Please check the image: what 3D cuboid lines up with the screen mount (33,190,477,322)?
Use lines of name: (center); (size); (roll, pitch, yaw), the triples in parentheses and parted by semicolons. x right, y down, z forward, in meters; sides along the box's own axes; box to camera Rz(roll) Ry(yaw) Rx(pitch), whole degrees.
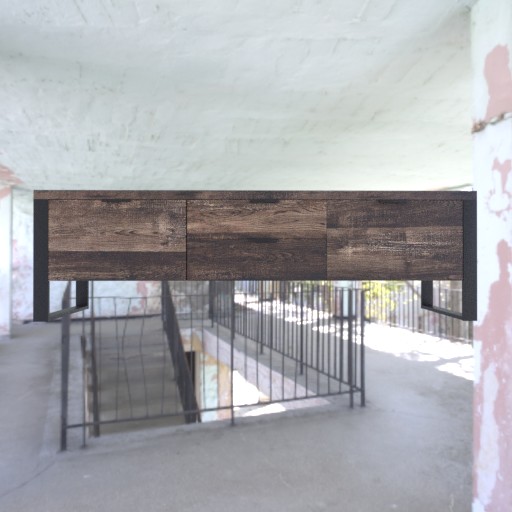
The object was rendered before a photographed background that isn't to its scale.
screen mount: (0.000, 0.000, 1.708); (1.524, 0.450, 0.395); (0, 0, -1)
